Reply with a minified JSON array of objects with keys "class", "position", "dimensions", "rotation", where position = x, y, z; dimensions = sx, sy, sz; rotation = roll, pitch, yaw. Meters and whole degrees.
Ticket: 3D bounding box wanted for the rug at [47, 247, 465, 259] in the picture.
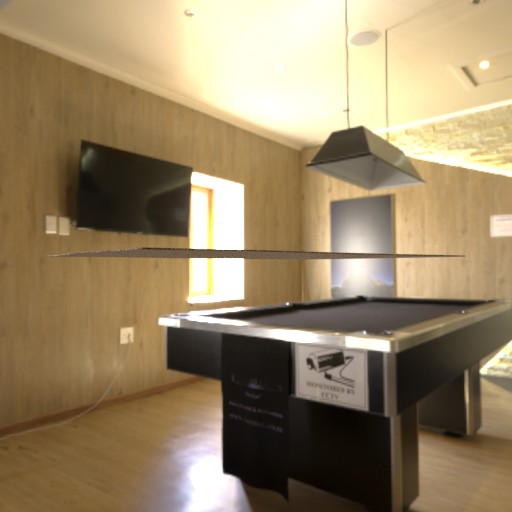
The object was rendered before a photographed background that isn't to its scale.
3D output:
[{"class":"rug","position":[0.000,0.000,5.307],"dimensions":[4.093,0.020,2.997],"rotation":[1,-2,-36]}]
